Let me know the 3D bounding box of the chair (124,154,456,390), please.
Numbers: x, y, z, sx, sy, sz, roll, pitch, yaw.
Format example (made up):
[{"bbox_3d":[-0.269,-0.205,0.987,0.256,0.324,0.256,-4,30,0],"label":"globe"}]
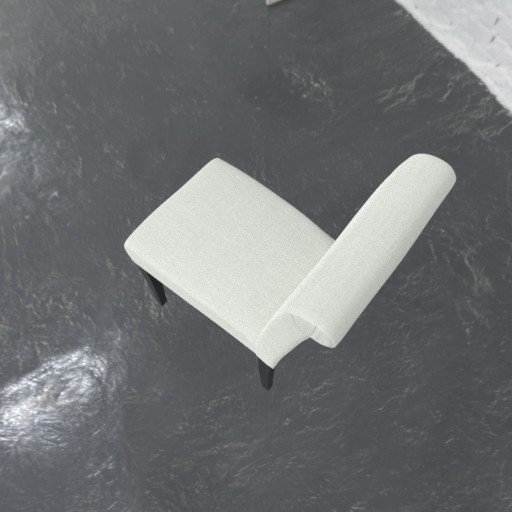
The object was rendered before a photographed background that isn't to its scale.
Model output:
[{"bbox_3d":[0.000,0.000,1.332,0.708,0.976,0.452,36,69,16],"label":"chair"}]
